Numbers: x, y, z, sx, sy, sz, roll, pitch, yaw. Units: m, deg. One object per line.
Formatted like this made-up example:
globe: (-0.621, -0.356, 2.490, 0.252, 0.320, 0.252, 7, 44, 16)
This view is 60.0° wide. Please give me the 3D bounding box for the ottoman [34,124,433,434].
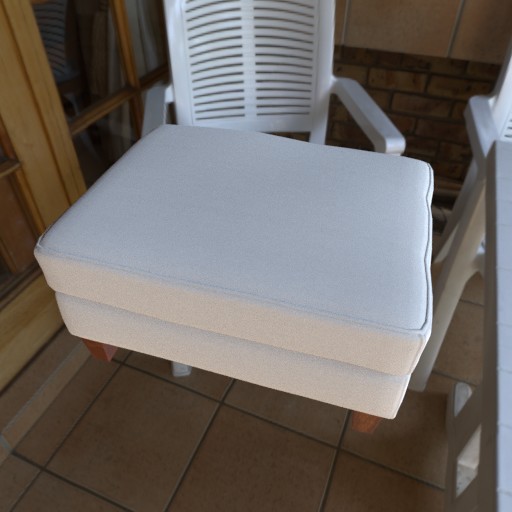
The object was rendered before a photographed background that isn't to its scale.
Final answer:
ottoman: (0.000, 0.000, 1.173, 0.818, 0.479, 0.634, 11, 43, 12)
